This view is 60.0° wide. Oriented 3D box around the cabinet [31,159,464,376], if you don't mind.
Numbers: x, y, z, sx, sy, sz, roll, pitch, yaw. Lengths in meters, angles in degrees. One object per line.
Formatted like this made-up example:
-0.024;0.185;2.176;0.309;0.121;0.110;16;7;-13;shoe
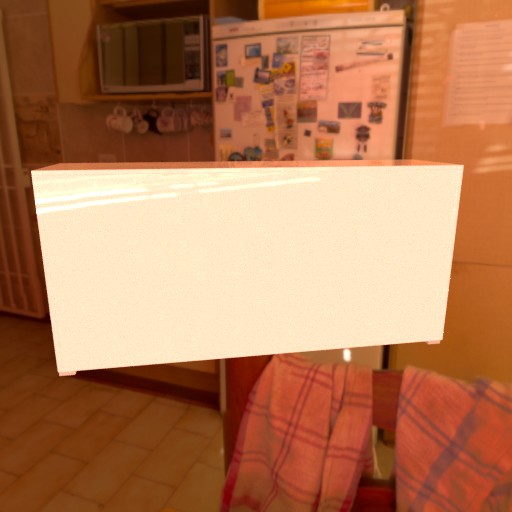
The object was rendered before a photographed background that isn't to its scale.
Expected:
0.000;0.000;1.968;1.650;0.800;0.400;-3;16;-10;cabinet
